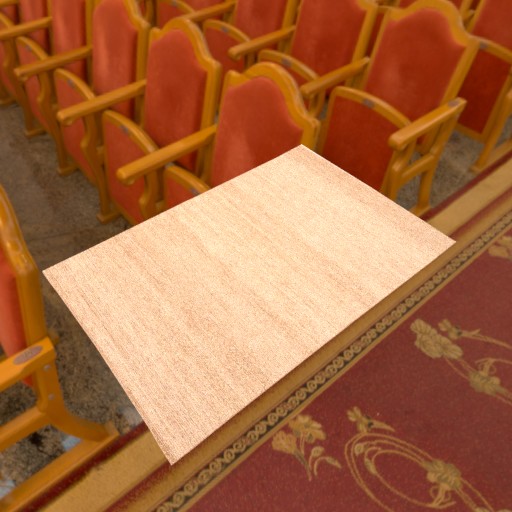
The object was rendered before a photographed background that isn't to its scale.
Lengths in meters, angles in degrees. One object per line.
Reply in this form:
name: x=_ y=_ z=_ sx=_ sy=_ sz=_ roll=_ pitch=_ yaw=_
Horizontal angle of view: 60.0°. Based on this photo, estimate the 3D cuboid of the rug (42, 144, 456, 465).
rug: x=0.000 y=0.000 z=3.001 sx=2.346 sy=0.029 sz=1.574 roll=-31 pitch=54 yaw=-26
